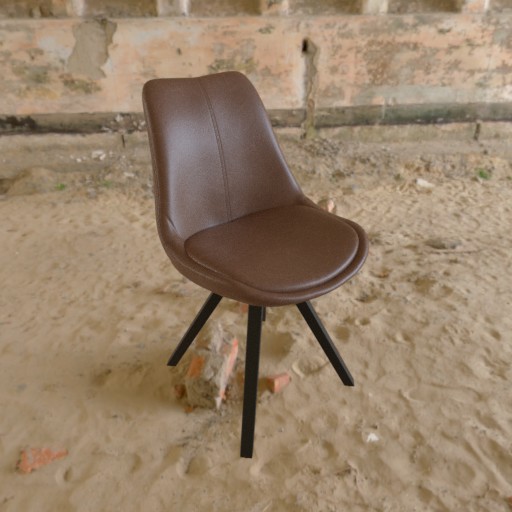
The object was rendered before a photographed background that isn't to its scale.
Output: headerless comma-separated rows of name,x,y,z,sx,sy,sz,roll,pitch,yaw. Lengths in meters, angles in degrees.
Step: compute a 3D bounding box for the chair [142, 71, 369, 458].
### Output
chair,0.000,0.000,1.182,0.475,0.850,0.550,-21,36,-33
